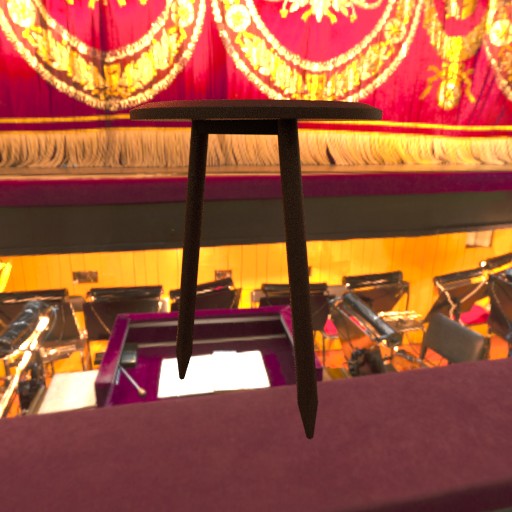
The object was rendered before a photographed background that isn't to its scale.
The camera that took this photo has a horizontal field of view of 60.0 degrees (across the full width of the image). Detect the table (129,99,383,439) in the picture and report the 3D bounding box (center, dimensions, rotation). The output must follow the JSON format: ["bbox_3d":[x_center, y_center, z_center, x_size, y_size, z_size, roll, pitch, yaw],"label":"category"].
[{"bbox_3d":[0.000,0.000,0.909,0.457,0.585,0.457,0,16,0],"label":"table"}]
